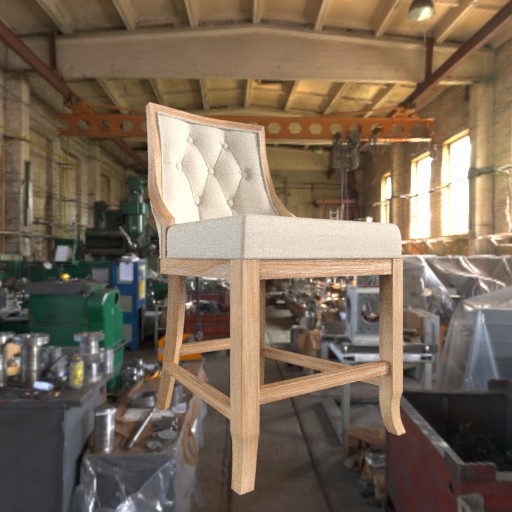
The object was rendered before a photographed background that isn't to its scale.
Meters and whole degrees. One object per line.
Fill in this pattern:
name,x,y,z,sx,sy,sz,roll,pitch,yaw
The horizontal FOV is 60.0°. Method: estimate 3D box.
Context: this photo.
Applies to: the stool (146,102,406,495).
stool,0.000,0.000,1.269,0.524,0.938,0.626,0,0,-36
